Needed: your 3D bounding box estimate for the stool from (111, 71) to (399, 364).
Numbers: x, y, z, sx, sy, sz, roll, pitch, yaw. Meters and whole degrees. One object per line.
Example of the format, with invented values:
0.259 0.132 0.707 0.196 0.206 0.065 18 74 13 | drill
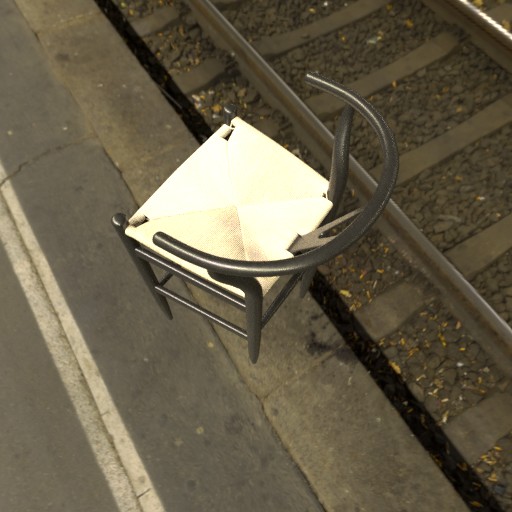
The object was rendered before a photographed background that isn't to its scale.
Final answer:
0.000 0.000 1.381 0.579 1.072 0.569 33 68 15 | stool
